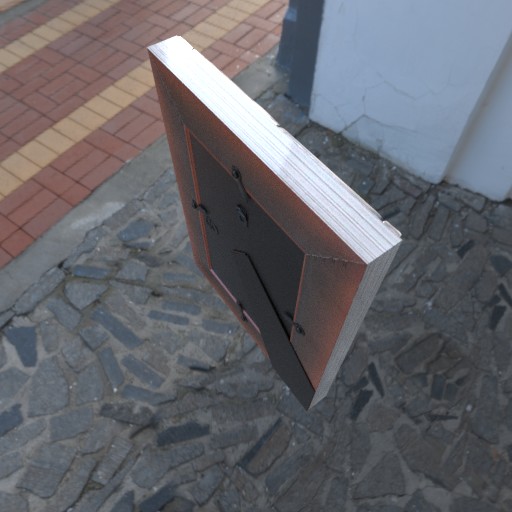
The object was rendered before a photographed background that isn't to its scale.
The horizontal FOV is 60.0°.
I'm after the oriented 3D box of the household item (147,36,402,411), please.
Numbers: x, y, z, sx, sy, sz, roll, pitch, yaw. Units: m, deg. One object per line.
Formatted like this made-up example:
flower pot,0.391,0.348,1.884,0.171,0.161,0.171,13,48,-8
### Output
household item,0.000,0.000,0.290,0.025,0.216,0.165,-32,63,-18
